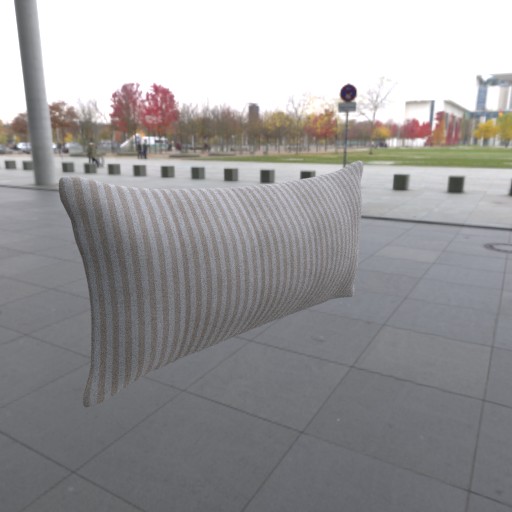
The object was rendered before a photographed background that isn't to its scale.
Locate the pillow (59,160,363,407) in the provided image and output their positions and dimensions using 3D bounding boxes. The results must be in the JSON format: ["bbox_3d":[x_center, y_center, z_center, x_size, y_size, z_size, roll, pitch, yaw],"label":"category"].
[{"bbox_3d":[0.000,0.000,0.739,0.617,0.295,0.151,-14,20,-43],"label":"pillow"}]
